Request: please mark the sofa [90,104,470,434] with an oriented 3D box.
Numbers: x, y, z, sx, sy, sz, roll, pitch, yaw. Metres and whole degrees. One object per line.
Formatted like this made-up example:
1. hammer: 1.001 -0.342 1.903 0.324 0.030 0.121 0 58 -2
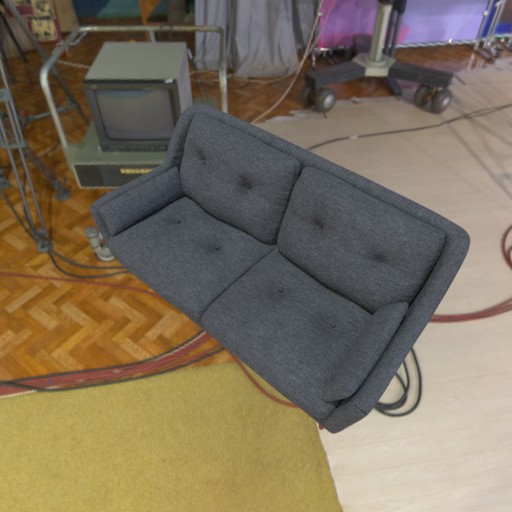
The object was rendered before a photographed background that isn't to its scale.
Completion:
1. sofa: 0.000 0.000 2.477 1.929 0.896 0.975 33 55 27
